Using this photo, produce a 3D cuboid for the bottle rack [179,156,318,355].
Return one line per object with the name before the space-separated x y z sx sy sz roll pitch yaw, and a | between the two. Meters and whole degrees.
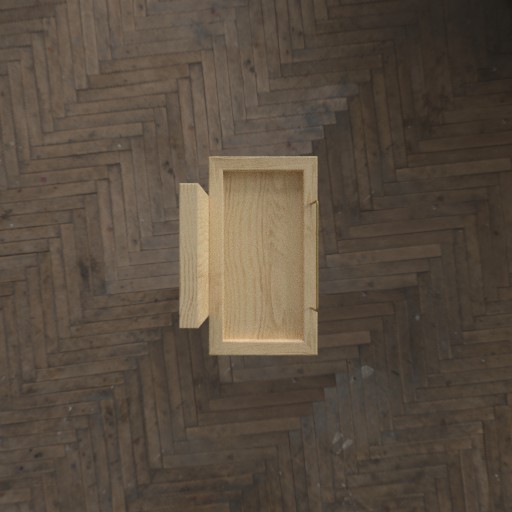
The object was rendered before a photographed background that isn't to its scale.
bottle rack | 0.000 0.000 1.077 0.206 0.943 0.330 0 90 0
